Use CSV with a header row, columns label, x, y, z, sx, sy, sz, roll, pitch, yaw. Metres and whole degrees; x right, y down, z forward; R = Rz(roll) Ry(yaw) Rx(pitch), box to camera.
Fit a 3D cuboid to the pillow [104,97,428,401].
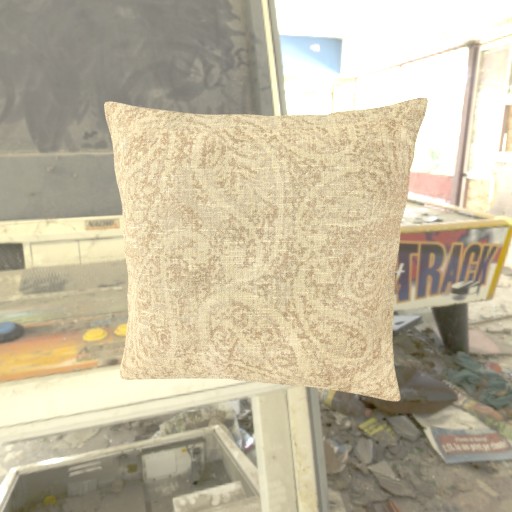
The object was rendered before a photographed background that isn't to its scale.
label,x,y,z,sx,sy,sz,roll,pitch,yaw
pillow,0.000,0.000,0.760,0.523,0.510,0.166,2,15,7
